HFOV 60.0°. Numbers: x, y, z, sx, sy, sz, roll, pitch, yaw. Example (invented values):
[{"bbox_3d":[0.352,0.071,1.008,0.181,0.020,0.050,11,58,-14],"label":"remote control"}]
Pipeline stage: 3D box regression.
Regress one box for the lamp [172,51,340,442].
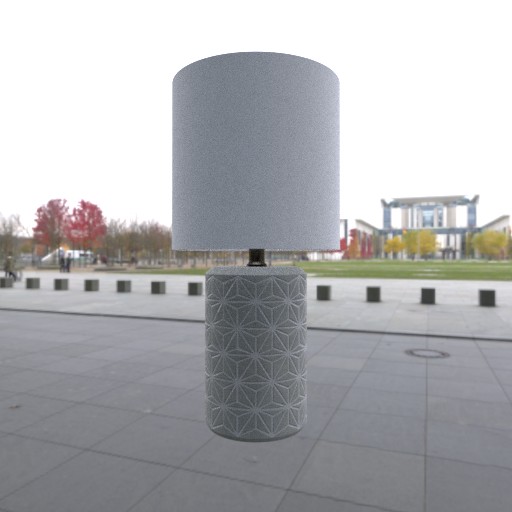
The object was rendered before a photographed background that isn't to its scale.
[{"bbox_3d":[0.000,0.000,0.553,0.206,0.416,0.206,0,0,36],"label":"lamp"}]
